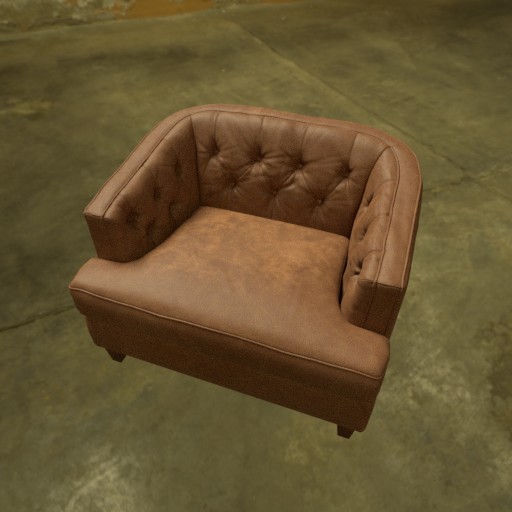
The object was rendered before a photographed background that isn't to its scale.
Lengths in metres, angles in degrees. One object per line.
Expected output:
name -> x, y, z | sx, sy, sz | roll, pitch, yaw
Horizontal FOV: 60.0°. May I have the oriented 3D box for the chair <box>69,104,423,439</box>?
chair -> 0.000, 0.000, 1.754 | 1.119, 0.836, 0.911 | 14, 43, 15
